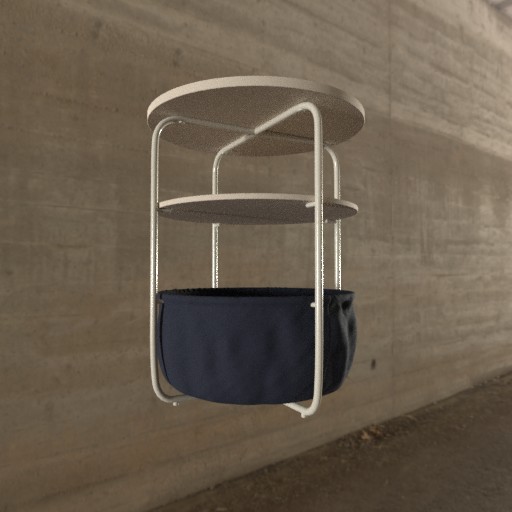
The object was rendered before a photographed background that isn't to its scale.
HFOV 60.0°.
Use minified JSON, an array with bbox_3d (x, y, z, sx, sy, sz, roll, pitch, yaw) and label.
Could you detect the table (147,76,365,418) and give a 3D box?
[{"bbox_3d":[0.000,0.000,0.870,0.418,0.532,0.418,-1,-2,16],"label":"table"}]
